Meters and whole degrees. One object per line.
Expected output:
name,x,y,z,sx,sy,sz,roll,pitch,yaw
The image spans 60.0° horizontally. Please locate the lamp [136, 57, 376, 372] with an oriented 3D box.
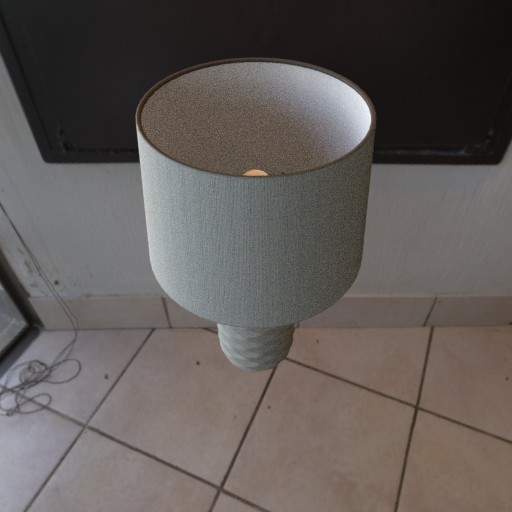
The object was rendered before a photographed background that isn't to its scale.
lamp,0.000,0.000,0.822,0.376,0.594,0.376,0,46,0
